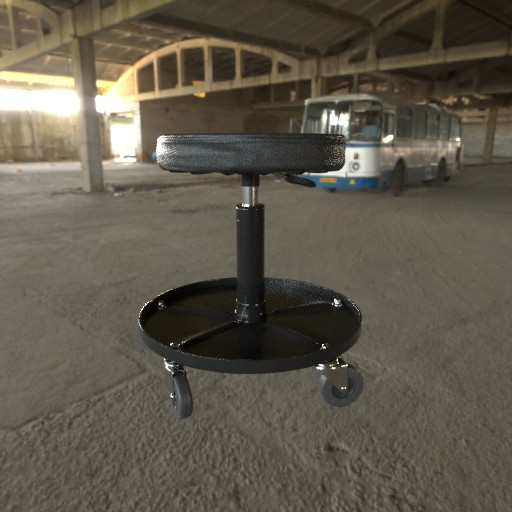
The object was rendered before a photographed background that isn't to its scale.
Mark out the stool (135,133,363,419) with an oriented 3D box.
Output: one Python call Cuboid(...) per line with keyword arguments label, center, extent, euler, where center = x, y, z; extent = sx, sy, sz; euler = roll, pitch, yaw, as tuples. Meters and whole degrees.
Cuboid(label="stool", center=(0.000, 0.000, 0.690), extent=(0.382, 0.365, 0.381), euler=(-13, 20, -42))
